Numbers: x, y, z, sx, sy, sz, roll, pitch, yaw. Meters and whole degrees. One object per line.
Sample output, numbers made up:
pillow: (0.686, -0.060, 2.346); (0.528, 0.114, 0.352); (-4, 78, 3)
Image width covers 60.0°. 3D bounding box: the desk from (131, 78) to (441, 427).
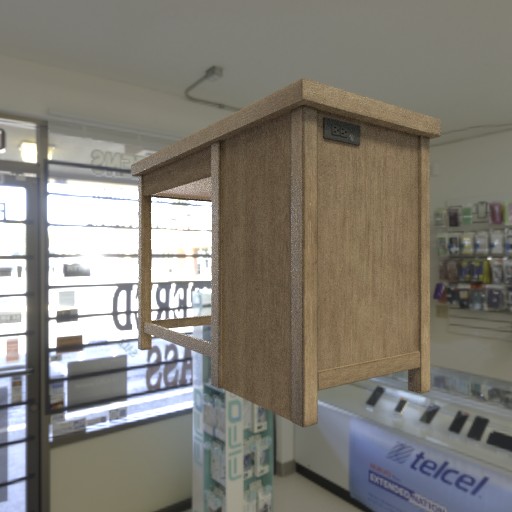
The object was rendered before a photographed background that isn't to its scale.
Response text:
desk: (0.000, 0.000, 1.833); (0.610, 0.912, 1.289); (0, 0, -35)
